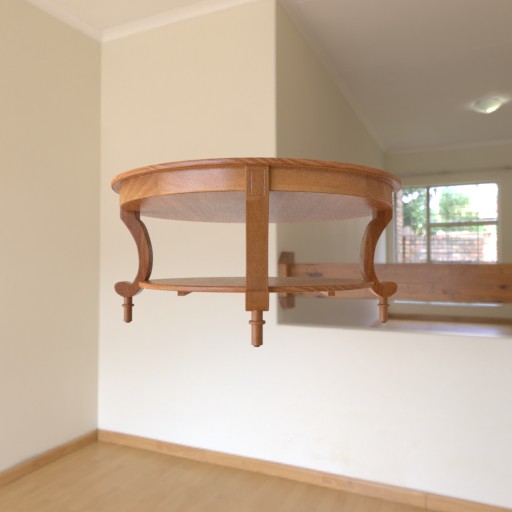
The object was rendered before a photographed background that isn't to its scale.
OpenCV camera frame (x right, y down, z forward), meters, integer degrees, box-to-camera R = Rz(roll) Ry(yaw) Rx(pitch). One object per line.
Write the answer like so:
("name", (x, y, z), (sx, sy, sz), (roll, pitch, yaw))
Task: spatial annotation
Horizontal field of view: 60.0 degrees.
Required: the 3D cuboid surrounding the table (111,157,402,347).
("table", (0.000, 0.000, 1.639), (1.029, 0.490, 1.029), (0, -1, 0))
